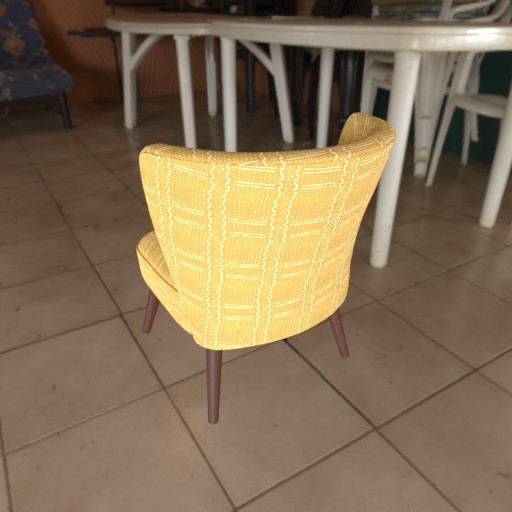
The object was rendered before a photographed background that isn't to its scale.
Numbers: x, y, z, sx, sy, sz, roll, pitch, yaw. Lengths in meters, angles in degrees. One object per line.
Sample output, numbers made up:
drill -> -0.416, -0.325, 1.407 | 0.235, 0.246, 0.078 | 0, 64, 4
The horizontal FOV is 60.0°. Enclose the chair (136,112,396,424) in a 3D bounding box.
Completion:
chair -> 0.000, 0.000, 1.413 | 0.706, 0.866, 0.758 | -17, 34, -28
